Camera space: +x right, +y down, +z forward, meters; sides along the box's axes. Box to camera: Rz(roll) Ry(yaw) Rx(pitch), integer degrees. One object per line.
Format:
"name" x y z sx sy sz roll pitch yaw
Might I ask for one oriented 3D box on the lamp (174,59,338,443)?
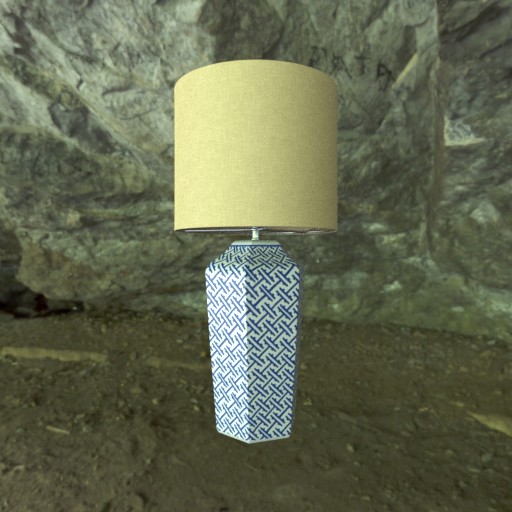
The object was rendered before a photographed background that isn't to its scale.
"lamp" 0.000 0.000 0.883 0.320 0.682 0.320 0 0 15
